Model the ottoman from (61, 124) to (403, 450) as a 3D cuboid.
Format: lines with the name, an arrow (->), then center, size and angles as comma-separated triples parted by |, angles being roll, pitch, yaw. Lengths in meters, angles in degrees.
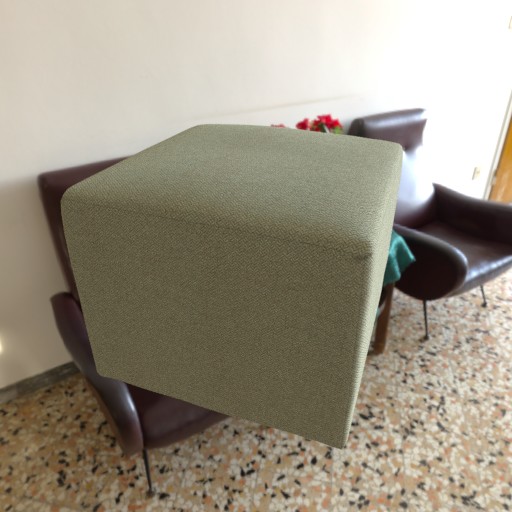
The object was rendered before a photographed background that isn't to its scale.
ottoman -> 0.000, 0.000, 0.930 | 0.512, 0.453, 0.521 | 11, 31, 18
